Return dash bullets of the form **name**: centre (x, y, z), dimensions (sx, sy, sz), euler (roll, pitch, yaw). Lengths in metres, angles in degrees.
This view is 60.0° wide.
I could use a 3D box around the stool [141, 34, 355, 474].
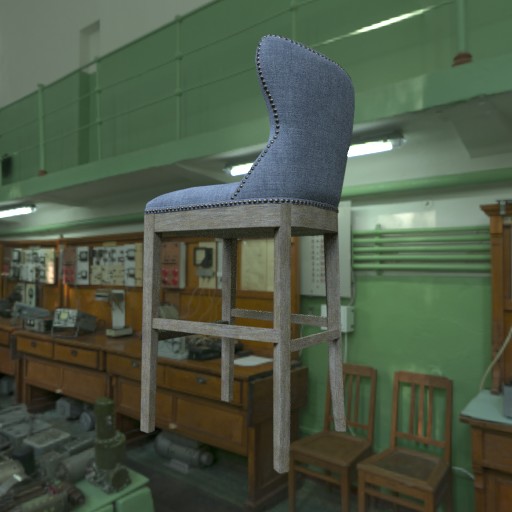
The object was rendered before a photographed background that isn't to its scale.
- **stool**: centre (0.000, 0.000, 1.421), dimensions (0.606, 1.123, 0.494), euler (-1, -2, 36)
